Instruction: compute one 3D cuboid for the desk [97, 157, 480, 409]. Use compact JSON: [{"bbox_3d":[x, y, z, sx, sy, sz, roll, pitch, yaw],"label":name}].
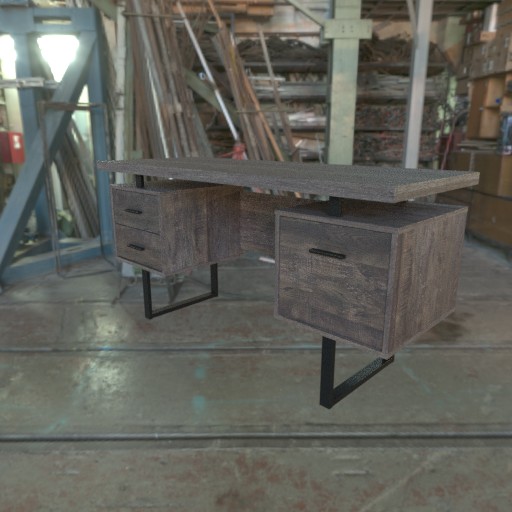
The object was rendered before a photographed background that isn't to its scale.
[{"bbox_3d":[0.000,0.000,1.900,1.524,0.760,0.600,14,21,42],"label":"desk"}]
